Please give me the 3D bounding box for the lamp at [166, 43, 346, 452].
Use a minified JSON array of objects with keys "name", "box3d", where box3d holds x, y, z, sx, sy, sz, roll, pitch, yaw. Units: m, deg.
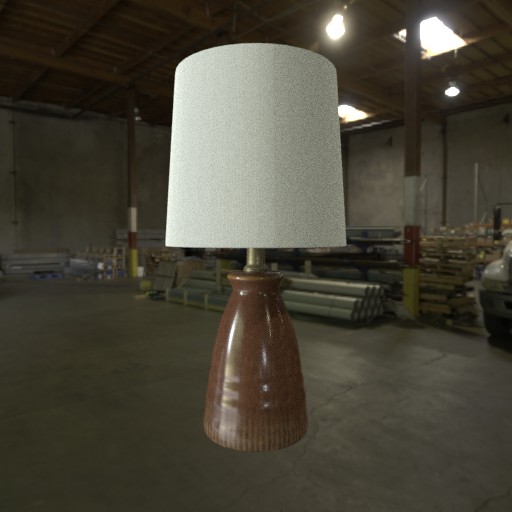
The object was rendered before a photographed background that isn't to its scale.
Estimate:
[{"name":"lamp","box3d":[0.000,0.000,0.466,0.186,0.369,0.186,0,3,0]}]
